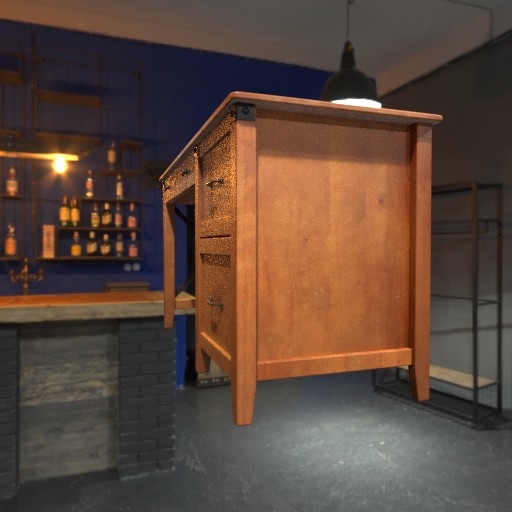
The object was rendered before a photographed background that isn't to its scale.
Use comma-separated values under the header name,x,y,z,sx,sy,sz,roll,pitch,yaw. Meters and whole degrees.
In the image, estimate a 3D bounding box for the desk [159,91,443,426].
name,x,y,z,sx,sy,sz,roll,pitch,yaw
desk,0.000,0.000,1.703,0.574,0.756,1.353,0,1,-19
